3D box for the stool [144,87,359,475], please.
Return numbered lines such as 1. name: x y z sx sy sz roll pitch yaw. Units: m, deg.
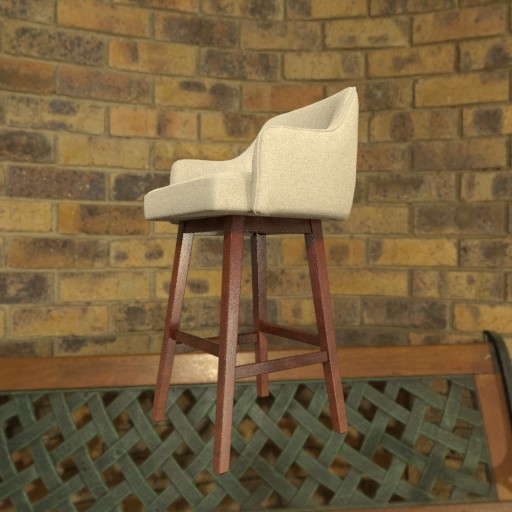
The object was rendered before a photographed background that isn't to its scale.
1. stool: 0.000 0.000 1.367 0.560 1.041 0.550 -1 1 -35
